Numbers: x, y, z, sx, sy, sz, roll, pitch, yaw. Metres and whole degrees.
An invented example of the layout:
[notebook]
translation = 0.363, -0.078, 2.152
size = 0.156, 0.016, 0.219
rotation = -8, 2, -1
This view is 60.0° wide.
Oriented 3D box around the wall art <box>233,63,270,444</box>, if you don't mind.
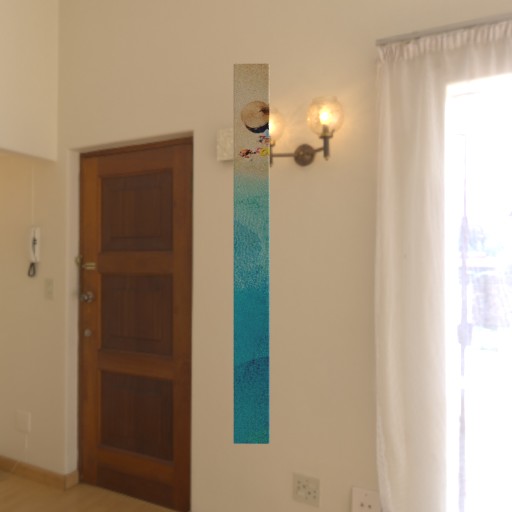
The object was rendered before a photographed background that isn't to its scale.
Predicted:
[wall art]
translation = 0.000, 0.000, 1.139
size = 0.057, 0.595, 0.894
rotation = 0, -1, 1
